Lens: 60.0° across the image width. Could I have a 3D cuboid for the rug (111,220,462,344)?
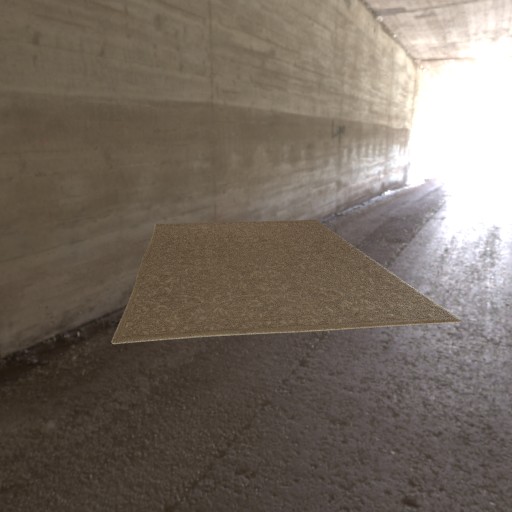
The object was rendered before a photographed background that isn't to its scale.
[{"bbox_3d":[0.000,0.000,3.042,1.529,0.012,2.435,-2,16,-8],"label":"rug"}]
